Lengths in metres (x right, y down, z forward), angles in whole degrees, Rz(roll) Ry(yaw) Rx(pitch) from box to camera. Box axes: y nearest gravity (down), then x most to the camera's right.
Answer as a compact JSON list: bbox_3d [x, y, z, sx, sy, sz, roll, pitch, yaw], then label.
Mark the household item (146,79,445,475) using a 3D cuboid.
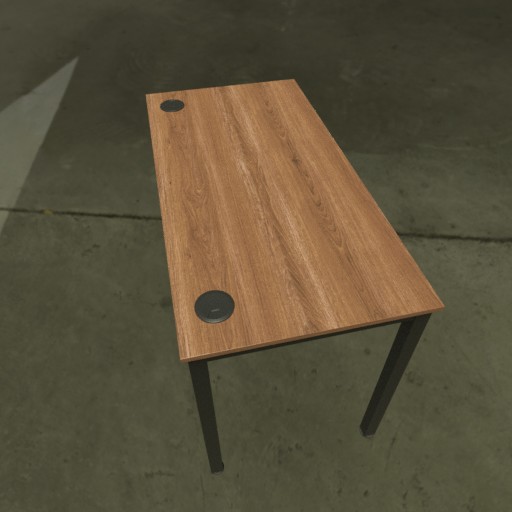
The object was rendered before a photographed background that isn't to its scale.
[{"bbox_3d":[0.000,0.000,1.629,0.600,0.750,1.200,-10,47,-9],"label":"household item"}]
